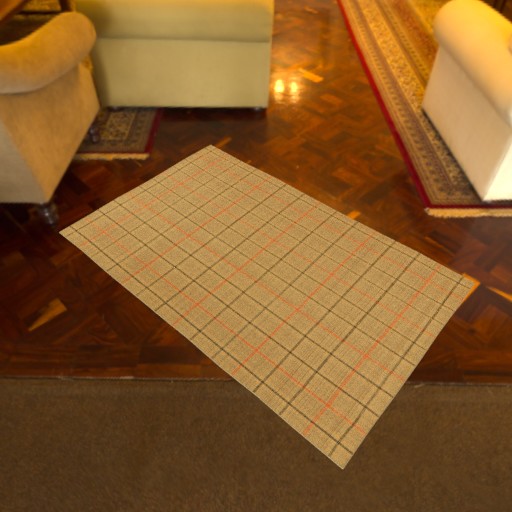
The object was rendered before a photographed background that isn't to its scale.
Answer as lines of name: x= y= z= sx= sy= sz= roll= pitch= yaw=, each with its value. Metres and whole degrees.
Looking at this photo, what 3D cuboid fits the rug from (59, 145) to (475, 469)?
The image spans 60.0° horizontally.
rug: x=0.000 y=0.000 z=3.028 sx=2.439 sy=0.015 sz=1.524 roll=33 pitch=55 yaw=27
